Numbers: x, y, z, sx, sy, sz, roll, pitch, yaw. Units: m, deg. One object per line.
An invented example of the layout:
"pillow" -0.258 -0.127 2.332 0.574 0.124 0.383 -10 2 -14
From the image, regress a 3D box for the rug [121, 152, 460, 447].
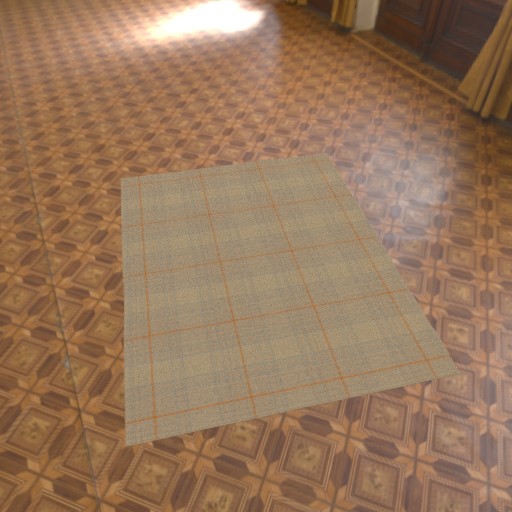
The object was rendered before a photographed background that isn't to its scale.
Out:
"rug" 0.000 0.000 4.146 2.448 0.021 3.051 -9 46 -9
